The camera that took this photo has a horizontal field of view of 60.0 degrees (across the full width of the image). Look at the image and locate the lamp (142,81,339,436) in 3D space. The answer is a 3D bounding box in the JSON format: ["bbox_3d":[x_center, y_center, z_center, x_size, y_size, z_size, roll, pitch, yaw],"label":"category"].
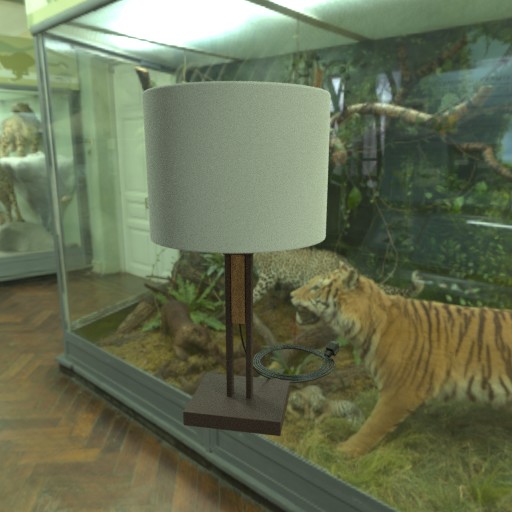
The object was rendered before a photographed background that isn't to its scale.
[{"bbox_3d":[0.000,0.000,1.005,0.396,0.668,0.525,2,13,10],"label":"lamp"}]
